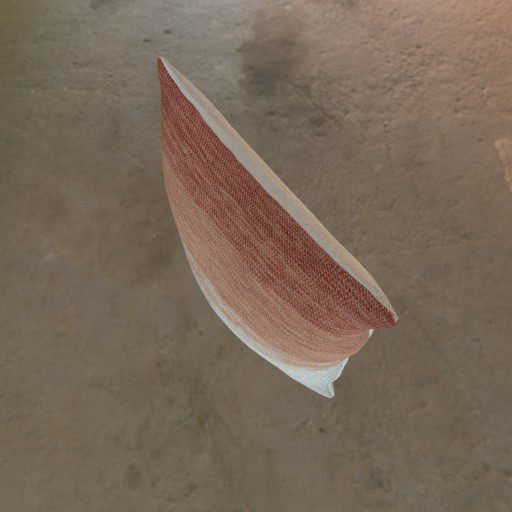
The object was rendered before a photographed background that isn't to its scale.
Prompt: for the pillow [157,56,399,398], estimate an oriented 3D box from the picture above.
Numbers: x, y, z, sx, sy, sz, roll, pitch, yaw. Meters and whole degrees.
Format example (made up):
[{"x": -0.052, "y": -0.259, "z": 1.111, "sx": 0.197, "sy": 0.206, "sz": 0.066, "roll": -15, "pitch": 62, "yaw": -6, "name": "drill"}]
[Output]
[{"x": 0.000, "y": 0.000, "z": 0.672, "sx": 0.182, "sy": 0.441, "sz": 0.440, "roll": -33, "pitch": 68, "yaw": -15, "name": "pillow"}]
